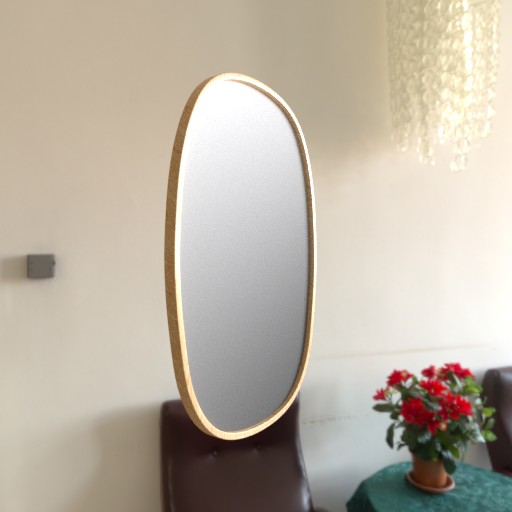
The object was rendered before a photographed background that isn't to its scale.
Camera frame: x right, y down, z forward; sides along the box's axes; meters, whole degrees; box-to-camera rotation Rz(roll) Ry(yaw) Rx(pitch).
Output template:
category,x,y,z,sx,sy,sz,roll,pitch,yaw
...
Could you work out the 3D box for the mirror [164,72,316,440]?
category,x,y,z,sx,sy,sz,roll,pitch,yaw
mirror,0.000,0.000,1.374,0.037,1.075,0.724,0,-1,36
